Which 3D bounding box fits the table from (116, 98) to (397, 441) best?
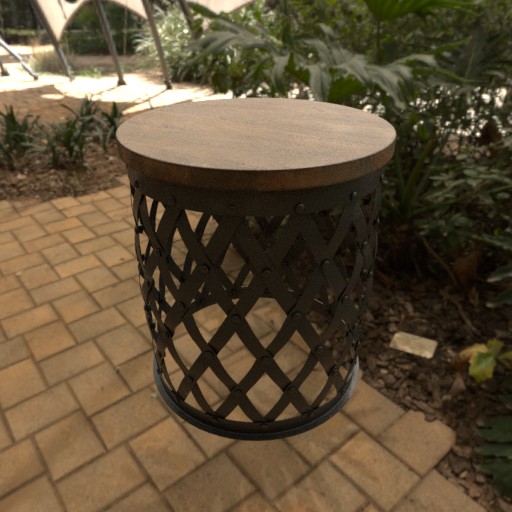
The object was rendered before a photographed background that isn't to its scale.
[{"bbox_3d":[0.000,0.000,0.774,0.405,0.454,0.405,0,30,0],"label":"table"}]
